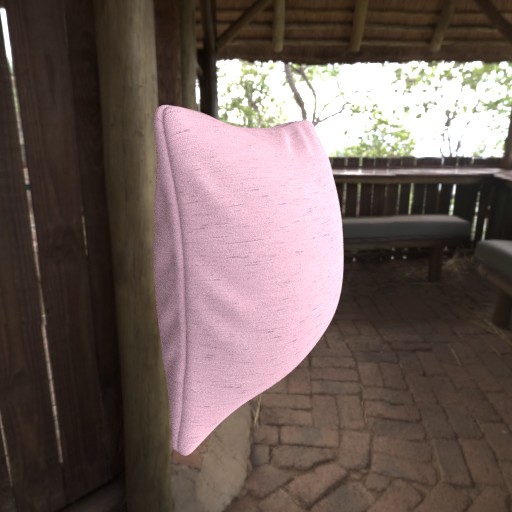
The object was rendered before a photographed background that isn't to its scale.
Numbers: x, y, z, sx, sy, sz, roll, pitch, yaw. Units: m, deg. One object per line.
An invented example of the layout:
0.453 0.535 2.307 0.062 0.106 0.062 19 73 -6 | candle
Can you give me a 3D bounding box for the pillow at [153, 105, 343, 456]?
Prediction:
0.000 0.000 0.678 0.246 0.415 0.432 7 17 26 | pillow
